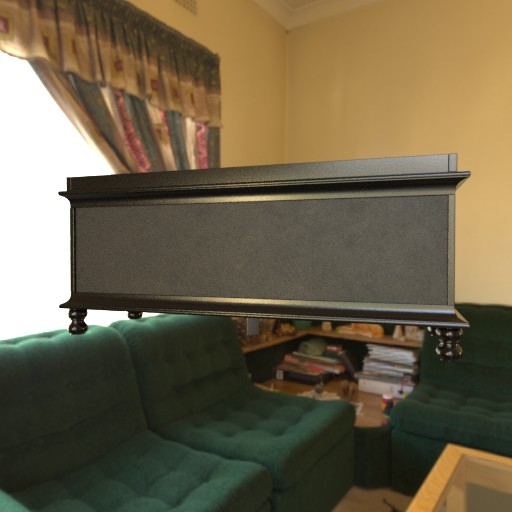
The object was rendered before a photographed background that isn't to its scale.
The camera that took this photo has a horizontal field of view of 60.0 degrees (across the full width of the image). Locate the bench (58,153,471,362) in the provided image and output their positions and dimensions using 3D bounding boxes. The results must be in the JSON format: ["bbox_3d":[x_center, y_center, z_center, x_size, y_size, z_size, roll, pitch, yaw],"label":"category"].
[{"bbox_3d":[0.000,0.000,1.410,1.185,0.501,0.402,0,1,18],"label":"bench"}]
